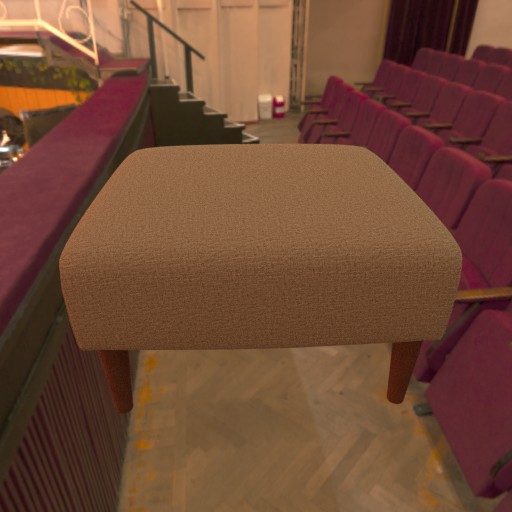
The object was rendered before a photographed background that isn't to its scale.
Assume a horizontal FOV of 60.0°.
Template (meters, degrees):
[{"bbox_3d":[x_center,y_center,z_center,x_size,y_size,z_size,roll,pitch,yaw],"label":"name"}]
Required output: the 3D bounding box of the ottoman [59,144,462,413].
[{"bbox_3d":[0.000,0.000,1.033,0.650,0.398,0.649,-1,29,-2],"label":"ottoman"}]
